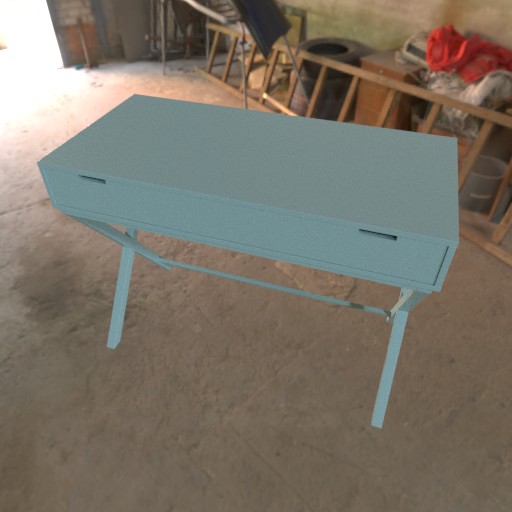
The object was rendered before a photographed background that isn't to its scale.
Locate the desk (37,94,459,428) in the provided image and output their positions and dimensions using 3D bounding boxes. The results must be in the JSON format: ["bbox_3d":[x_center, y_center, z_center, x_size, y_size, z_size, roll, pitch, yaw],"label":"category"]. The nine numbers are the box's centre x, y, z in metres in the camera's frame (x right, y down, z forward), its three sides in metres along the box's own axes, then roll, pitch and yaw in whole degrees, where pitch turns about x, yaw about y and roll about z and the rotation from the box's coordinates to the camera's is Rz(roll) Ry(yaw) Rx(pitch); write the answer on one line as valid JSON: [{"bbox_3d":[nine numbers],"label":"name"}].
[{"bbox_3d":[0.000,0.000,1.483,1.059,0.780,0.509,13,42,14],"label":"desk"}]
